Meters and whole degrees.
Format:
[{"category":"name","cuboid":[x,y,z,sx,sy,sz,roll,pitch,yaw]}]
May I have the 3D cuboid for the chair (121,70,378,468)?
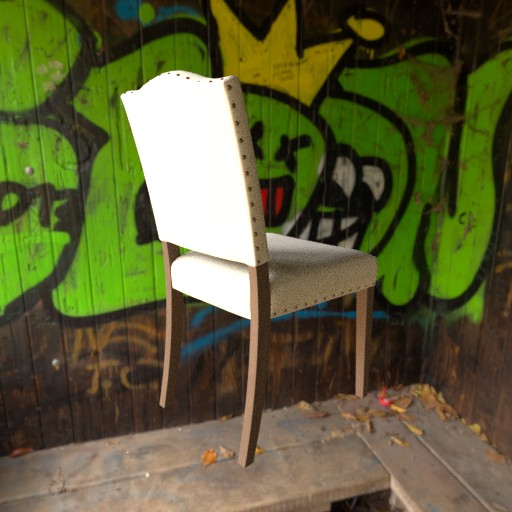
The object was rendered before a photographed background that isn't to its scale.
[{"category":"chair","cuboid":[0.000,0.000,1.374,0.619,1.015,0.508,-14,20,-43]}]
